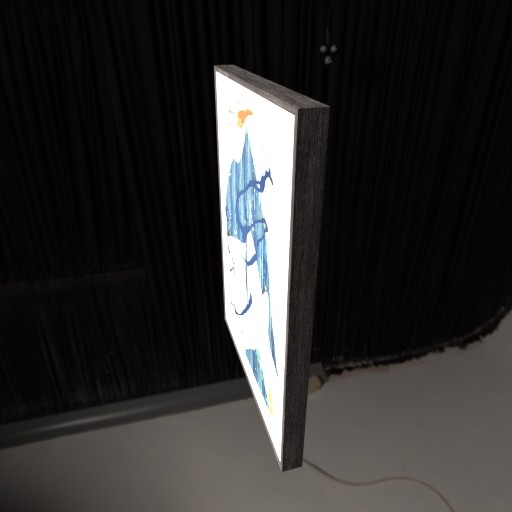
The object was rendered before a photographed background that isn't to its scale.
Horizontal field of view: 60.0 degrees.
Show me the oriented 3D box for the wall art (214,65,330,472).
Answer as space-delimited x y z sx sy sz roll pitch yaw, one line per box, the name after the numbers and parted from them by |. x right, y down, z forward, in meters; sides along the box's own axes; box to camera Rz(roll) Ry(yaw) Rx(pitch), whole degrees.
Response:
0.000 0.000 1.367 0.063 1.016 0.762 -8 30 -14 | wall art
